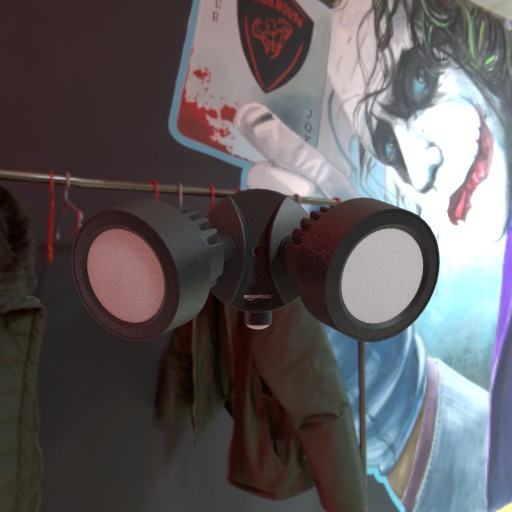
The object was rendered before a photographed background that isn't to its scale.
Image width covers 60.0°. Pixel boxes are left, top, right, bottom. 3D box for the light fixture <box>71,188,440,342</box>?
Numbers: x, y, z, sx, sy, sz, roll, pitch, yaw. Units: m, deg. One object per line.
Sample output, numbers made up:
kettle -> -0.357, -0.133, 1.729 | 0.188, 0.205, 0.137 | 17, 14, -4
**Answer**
light fixture -> 0.000, 0.000, 0.308 | 0.213, 0.120, 0.168 | 0, -1, 1
